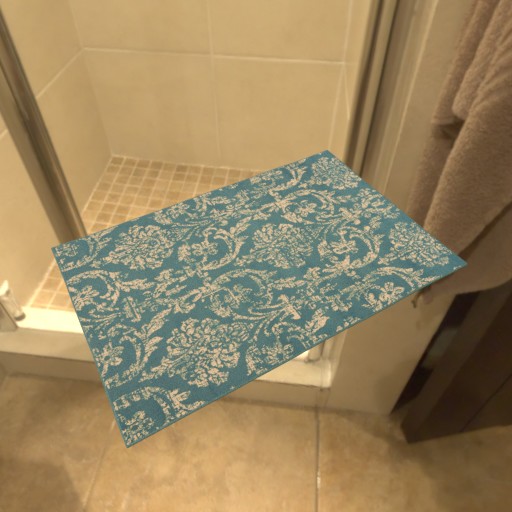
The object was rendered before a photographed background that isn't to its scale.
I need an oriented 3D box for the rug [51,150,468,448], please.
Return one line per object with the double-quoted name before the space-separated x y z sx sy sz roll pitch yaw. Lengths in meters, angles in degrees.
"rug" 0.000 0.000 2.332 1.833 0.012 1.211 -23 51 -20
